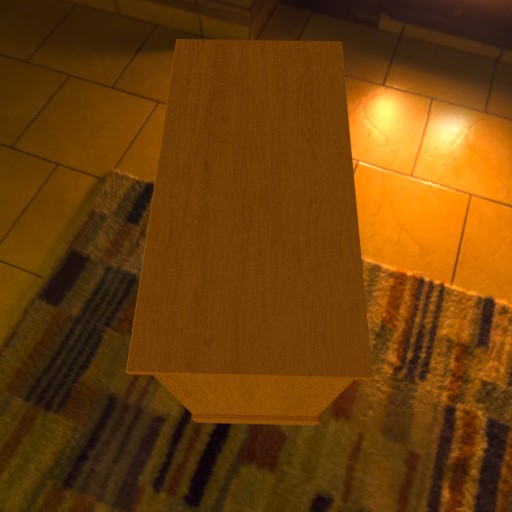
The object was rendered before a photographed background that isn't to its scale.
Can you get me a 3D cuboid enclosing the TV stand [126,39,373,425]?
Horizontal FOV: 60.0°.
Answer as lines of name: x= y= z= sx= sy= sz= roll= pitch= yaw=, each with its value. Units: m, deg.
TV stand: x=0.000 y=0.000 z=1.305 sx=0.430 sy=0.787 sz=0.851 roll=1 pitch=64 yaw=1
